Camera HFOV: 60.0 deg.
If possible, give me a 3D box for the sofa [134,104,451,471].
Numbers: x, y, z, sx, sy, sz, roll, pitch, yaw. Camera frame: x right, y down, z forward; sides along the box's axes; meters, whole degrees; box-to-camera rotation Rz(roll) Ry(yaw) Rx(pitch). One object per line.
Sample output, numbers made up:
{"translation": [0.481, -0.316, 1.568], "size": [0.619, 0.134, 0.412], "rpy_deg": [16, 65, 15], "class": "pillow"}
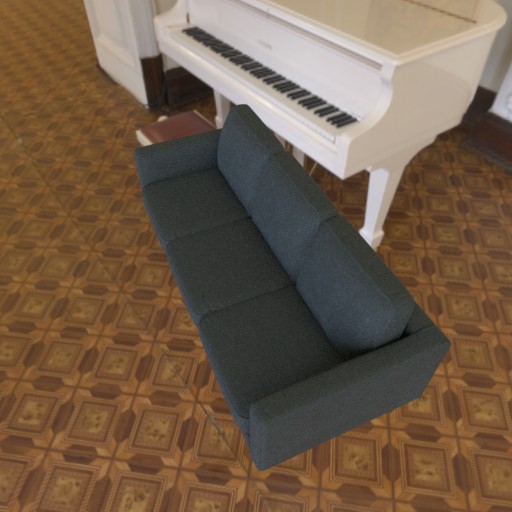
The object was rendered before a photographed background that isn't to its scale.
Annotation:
{"translation": [0.000, 0.000, 2.549], "size": [0.935, 0.945, 2.013], "rpy_deg": [-18, 49, -16], "class": "sofa"}
